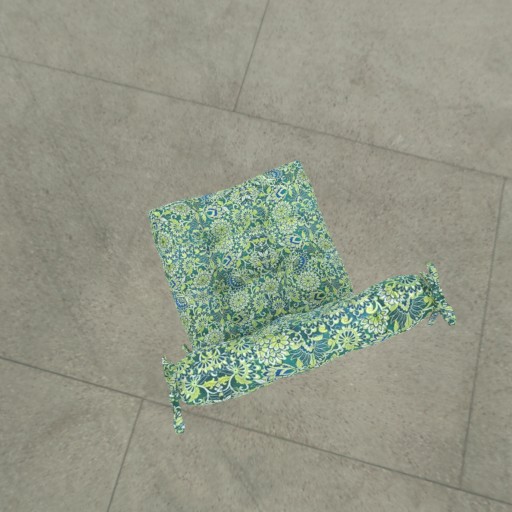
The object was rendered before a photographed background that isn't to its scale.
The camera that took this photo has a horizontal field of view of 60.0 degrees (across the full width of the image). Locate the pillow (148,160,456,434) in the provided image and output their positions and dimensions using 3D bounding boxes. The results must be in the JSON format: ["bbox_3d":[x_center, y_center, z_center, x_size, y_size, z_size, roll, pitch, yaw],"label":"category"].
[{"bbox_3d":[0.000,0.000,1.022,0.519,0.605,0.571,-20,77,-5],"label":"pillow"}]
